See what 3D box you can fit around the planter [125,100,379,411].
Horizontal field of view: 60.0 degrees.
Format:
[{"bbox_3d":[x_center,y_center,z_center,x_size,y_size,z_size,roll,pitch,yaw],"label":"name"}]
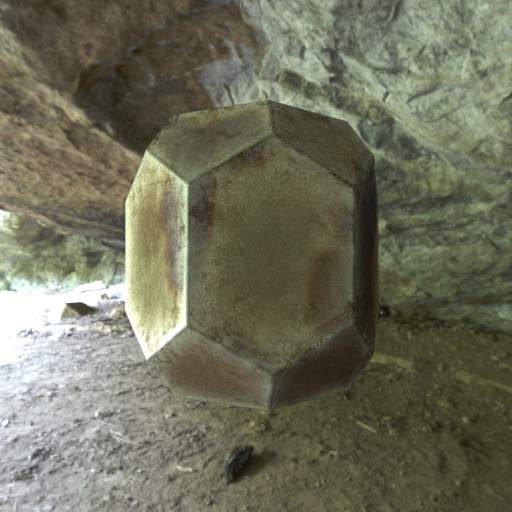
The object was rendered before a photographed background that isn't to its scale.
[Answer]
[{"bbox_3d":[0.000,0.000,0.424,0.221,0.238,0.243,0,-1,-37],"label":"planter"}]
